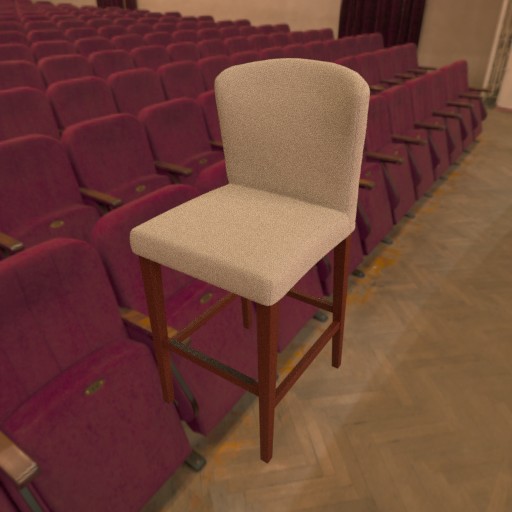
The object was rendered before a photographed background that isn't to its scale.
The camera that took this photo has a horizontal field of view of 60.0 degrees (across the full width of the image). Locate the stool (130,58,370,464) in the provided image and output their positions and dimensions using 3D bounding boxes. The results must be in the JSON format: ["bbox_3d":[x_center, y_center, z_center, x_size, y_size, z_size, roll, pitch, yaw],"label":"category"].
[{"bbox_3d":[0.000,0.000,1.364,0.481,1.069,0.568,19,35,29],"label":"stool"}]
